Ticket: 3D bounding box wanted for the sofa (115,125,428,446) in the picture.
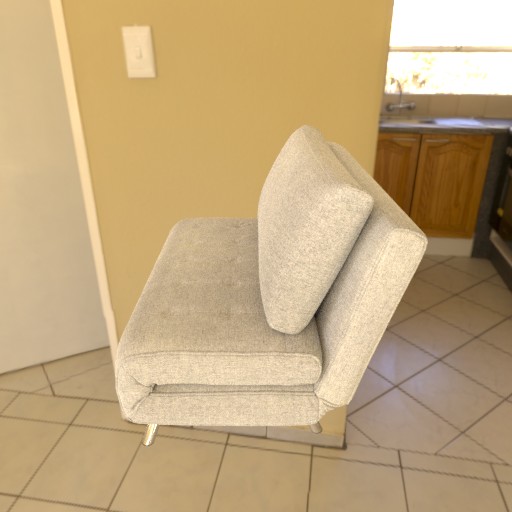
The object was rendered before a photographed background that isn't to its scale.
[{"bbox_3d":[0.000,0.000,1.845,0.910,0.910,1.220,0,25,0],"label":"sofa"}]
